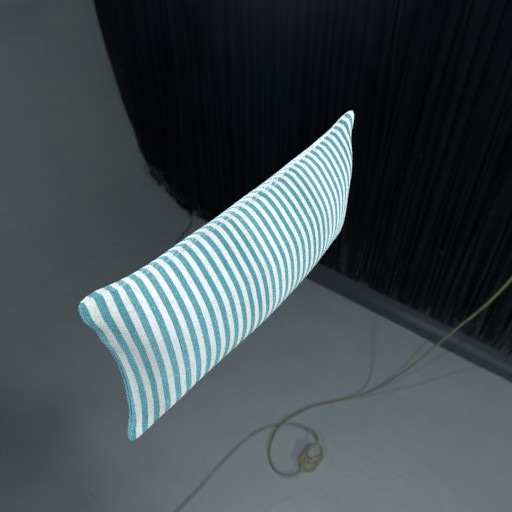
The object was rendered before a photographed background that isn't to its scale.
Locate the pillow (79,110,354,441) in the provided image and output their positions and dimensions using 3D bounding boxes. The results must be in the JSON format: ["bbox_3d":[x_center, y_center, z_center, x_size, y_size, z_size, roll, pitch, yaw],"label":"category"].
[{"bbox_3d":[0.000,0.000,0.739,0.151,0.295,0.617,26,47,27],"label":"pillow"}]
